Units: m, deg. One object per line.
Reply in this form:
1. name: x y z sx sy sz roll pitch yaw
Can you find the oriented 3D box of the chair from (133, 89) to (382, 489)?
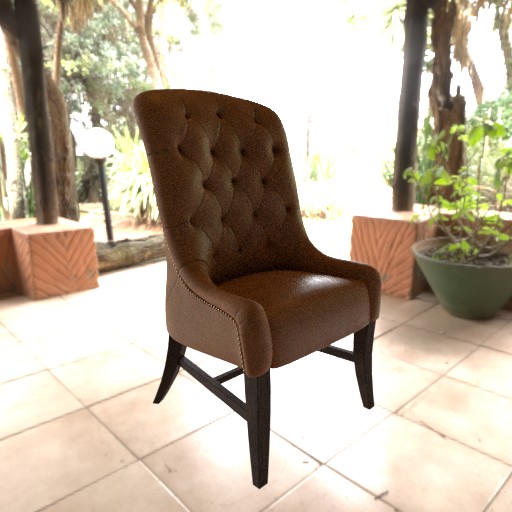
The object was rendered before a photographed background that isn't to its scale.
1. chair: 0.000 0.000 1.478 0.634 1.091 0.629 -12 18 -43
